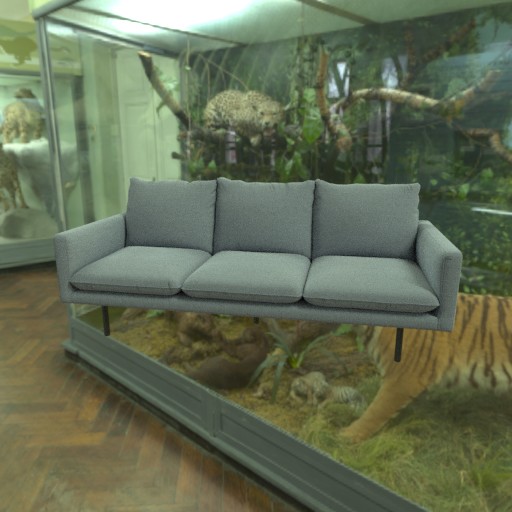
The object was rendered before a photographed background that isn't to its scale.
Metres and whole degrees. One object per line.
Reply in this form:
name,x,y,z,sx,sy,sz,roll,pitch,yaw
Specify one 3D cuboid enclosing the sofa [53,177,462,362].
sofa,0.000,0.000,2.523,2.000,0.830,0.850,3,15,11
